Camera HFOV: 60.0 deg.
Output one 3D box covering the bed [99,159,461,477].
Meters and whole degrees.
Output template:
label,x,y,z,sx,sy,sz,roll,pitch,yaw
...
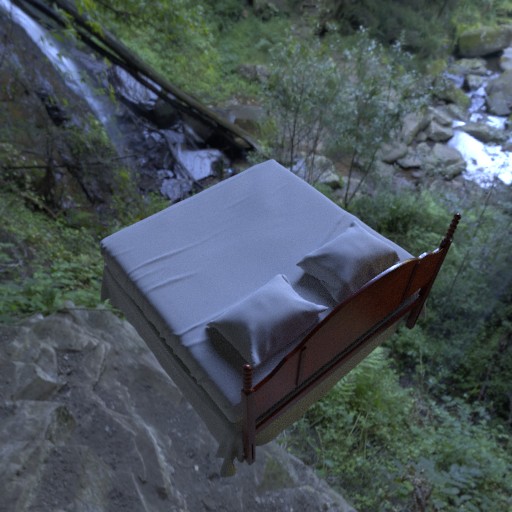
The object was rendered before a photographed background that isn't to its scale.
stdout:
label,x,y,z,sx,sy,sz,roll,pitch,yaw
bed,0.000,0.000,3.718,2.322,1.355,2.219,-30,54,-26
